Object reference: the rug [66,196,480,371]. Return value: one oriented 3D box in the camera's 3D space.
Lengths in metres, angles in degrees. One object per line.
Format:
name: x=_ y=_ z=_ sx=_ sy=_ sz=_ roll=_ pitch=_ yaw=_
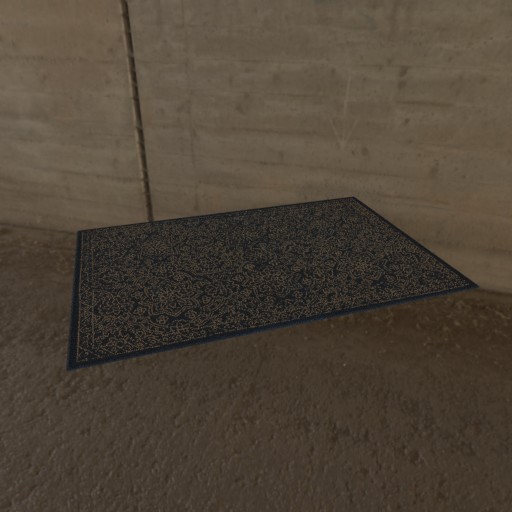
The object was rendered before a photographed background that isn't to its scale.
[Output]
rug: x=0.000 y=0.000 z=2.351 sx=1.829 sy=0.010 sz=1.219 roll=-9 pitch=30 yaw=-15
